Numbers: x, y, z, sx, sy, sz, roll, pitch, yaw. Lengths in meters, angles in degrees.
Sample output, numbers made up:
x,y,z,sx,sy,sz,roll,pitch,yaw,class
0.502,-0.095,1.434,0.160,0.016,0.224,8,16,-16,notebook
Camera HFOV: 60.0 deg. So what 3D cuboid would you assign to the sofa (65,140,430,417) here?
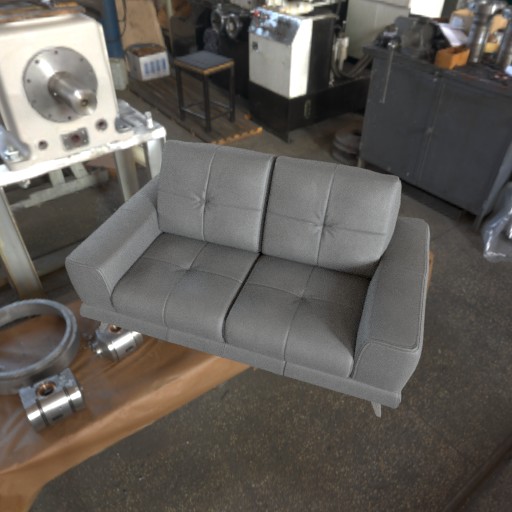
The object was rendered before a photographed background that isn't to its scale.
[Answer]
x,y,z,sx,sy,sz,roll,pitch,yaw,class
0.000,0.000,2.453,1.806,0.907,1.018,13,41,15,sofa
